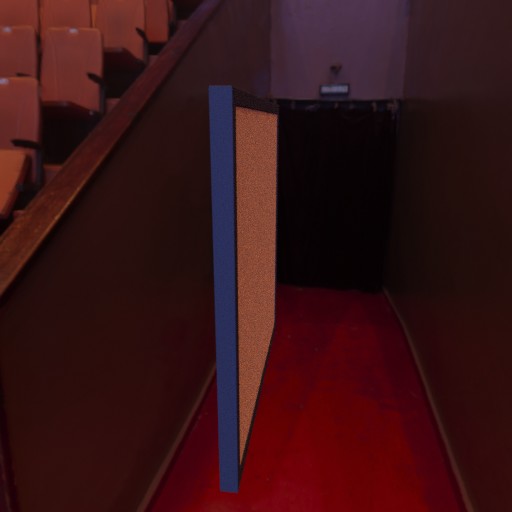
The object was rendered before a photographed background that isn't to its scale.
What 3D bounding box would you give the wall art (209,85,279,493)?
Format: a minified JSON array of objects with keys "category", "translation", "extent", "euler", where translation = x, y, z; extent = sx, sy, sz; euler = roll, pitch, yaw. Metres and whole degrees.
[{"category":"wall art","translation":[0.000,0.000,1.140],"extent":[0.037,0.763,0.763],"euler":[2,17,8]}]
